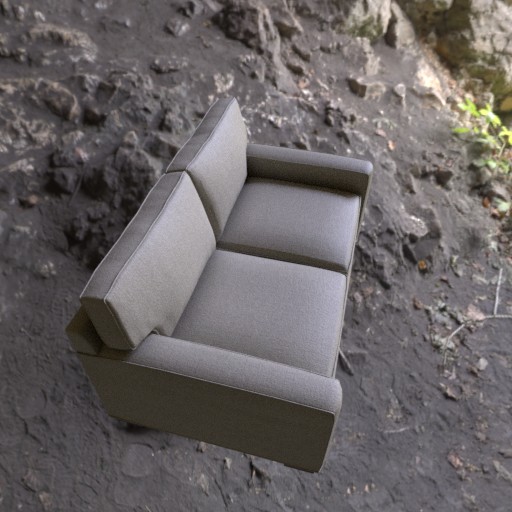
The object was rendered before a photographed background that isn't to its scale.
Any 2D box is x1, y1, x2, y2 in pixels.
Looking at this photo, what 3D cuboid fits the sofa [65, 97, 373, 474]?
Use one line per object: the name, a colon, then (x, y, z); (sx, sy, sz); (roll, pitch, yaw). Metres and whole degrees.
sofa: (0.000, 0.000, 2.063); (0.940, 0.853, 1.484); (11, 46, 10)
